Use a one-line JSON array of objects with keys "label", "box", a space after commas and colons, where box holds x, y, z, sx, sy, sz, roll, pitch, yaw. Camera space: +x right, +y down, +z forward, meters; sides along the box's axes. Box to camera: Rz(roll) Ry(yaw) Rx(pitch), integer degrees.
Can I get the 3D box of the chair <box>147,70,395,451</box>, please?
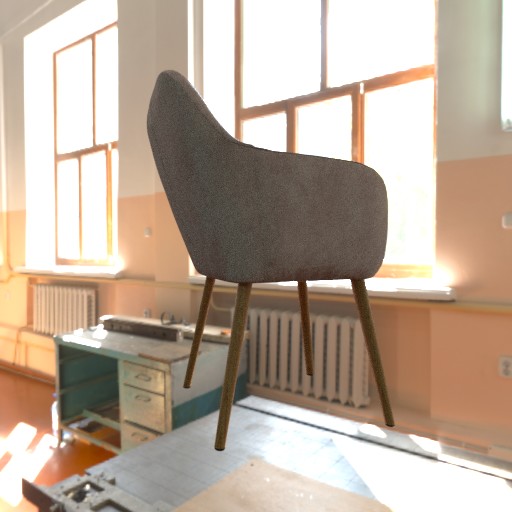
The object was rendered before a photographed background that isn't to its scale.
[{"label": "chair", "box": [0.000, 0.000, 1.224, 0.570, 0.832, 0.610, 0, 1, -18]}]
